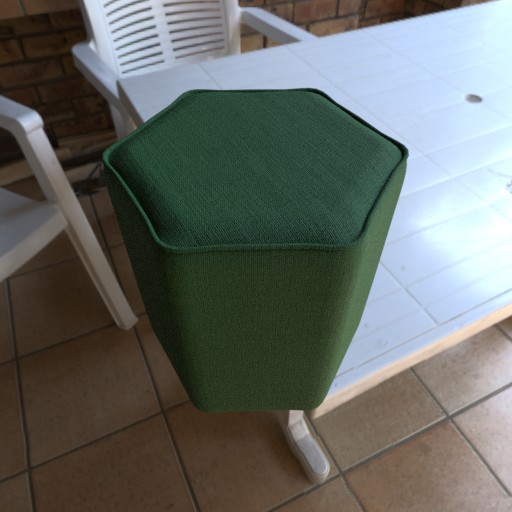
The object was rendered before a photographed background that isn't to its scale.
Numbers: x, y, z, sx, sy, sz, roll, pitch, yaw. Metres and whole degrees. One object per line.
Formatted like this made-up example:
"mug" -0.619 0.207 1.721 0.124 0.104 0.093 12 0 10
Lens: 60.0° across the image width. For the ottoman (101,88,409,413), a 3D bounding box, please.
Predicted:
"ottoman" 0.000 0.000 0.884 0.444 0.507 0.499 -24 51 -21
